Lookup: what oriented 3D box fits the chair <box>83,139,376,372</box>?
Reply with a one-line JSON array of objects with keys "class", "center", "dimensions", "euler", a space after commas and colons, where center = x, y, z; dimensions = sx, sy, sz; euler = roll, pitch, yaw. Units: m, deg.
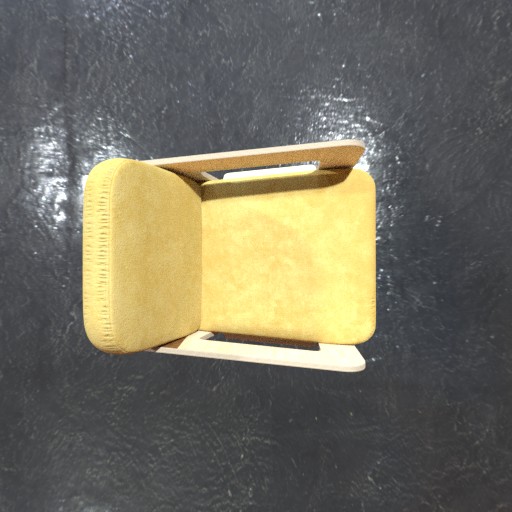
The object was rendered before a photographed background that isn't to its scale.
[{"class": "chair", "center": [0.000, 0.000, 1.305], "dimensions": [0.710, 0.800, 0.590], "euler": [0, 90, 2]}]
